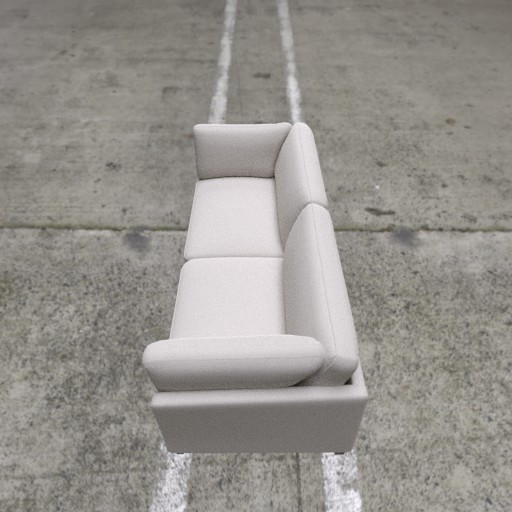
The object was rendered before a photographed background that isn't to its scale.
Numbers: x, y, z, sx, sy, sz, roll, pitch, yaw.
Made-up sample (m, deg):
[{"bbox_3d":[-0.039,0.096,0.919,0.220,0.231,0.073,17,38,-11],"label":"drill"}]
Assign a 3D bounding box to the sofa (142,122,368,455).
[{"bbox_3d":[0.000,0.000,2.831,0.957,0.863,2.301,0,42,0],"label":"sofa"}]
